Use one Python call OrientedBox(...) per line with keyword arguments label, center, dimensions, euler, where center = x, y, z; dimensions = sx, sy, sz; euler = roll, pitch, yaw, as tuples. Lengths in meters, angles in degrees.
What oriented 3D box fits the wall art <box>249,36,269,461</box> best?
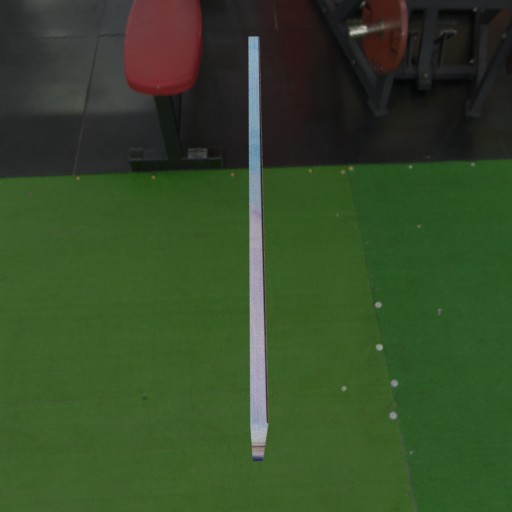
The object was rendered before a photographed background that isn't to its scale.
OrientedBox(label="wall art", center=(0.000, 0.000, 1.423), dimensions=(0.034, 0.756, 1.137), euler=(-1, 60, 0))
